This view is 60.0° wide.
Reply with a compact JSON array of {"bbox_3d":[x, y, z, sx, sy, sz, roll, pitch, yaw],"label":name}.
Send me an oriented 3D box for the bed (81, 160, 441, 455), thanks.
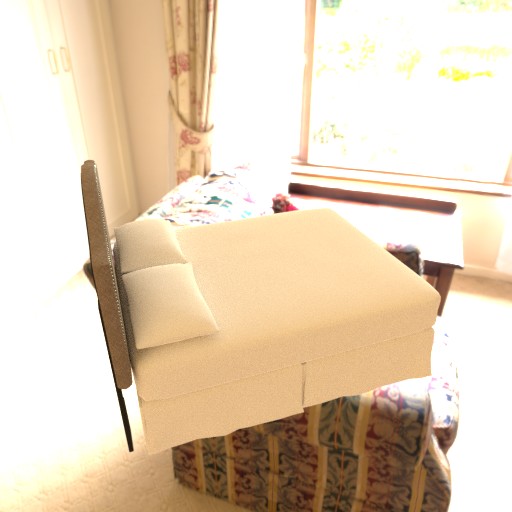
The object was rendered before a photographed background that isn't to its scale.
[{"bbox_3d":[0.000,0.000,3.207,2.153,1.518,1.713,-10,31,-17],"label":"bed"}]
